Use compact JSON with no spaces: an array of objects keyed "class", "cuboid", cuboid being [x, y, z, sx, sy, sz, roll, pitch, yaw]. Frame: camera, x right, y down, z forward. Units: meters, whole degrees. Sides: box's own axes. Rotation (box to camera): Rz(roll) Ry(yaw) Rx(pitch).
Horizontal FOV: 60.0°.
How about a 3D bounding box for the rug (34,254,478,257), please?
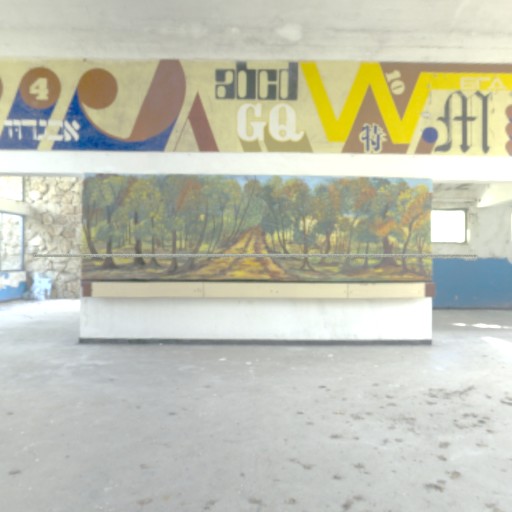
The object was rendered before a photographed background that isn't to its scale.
[{"class":"rug","cuboid":[0.000,0.000,2.344,1.747,0.011,1.217,0,0,1]}]
